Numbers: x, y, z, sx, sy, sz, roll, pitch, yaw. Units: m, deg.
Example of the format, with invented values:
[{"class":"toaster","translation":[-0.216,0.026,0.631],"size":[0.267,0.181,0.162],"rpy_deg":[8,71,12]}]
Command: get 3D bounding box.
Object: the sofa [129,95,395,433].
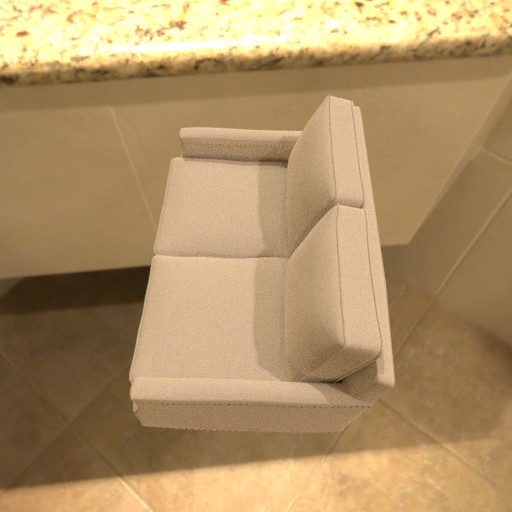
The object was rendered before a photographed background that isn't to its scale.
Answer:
[{"class":"sofa","translation":[0.000,0.000,2.289],"size":[1.084,1.003,1.597],"rpy_deg":[2,58,1]}]
